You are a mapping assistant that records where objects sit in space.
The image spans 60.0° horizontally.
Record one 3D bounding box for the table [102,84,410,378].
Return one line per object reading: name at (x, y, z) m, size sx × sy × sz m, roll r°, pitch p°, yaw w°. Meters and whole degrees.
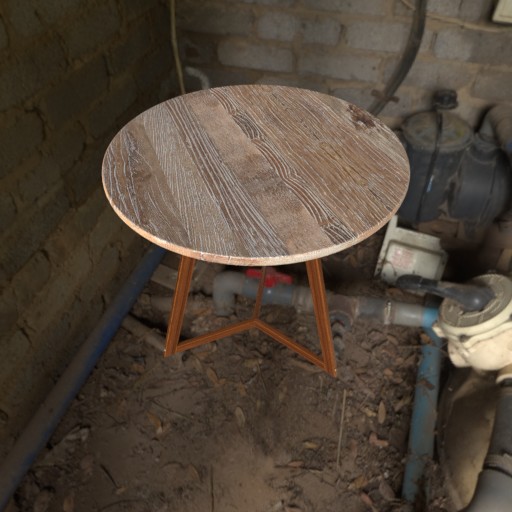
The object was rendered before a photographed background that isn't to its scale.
table at (0.000, 0.000, 0.915) m, size 0.500 × 0.500 × 0.500 m, roll 0°, pitch 46°, yaw 0°
